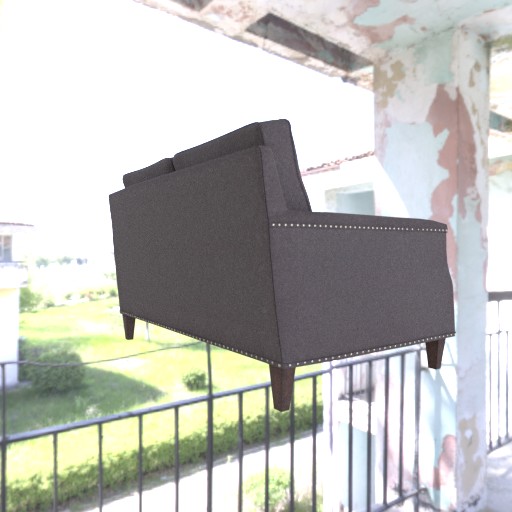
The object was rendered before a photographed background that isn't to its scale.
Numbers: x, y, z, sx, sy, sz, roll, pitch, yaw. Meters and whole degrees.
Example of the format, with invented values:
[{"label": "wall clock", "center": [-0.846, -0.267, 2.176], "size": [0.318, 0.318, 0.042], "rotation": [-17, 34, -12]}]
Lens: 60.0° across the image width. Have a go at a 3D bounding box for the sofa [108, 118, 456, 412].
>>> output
[{"label": "sofa", "center": [0.000, 0.000, 2.293], "size": [1.084, 1.003, 1.597], "rotation": [-1, 1, -36]}]
